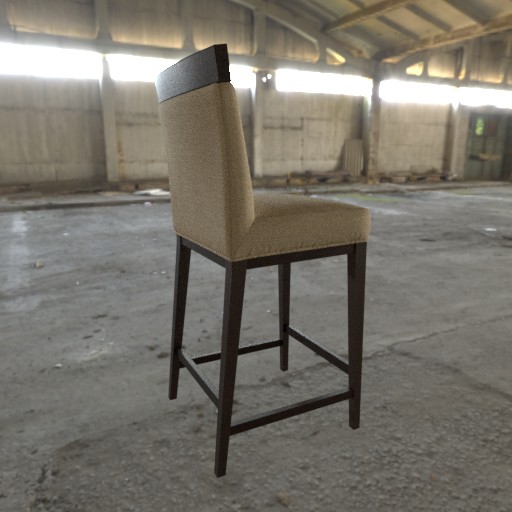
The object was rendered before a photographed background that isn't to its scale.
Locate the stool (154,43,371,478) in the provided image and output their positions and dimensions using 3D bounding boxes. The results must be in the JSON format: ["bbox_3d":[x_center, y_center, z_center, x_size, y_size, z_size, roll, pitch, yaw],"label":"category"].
[{"bbox_3d":[0.000,0.000,1.422,0.531,1.117,0.511,-7,14,-27],"label":"stool"}]
